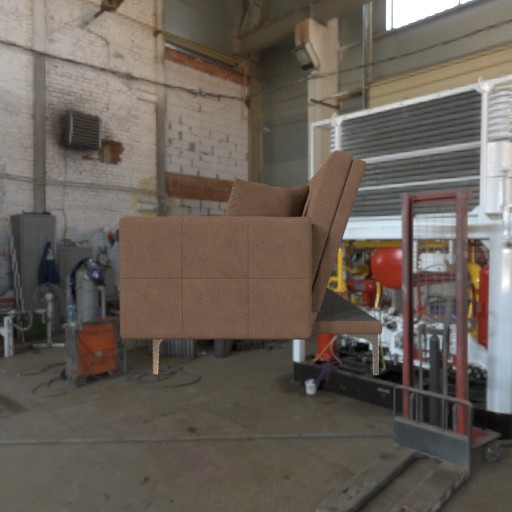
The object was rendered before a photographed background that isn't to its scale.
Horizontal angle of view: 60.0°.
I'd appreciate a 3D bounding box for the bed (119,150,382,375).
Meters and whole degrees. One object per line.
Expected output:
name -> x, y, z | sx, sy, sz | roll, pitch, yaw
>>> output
bed -> 0.000, 0.000, 2.384 | 0.889, 0.787, 1.905 | 0, 2, 0
